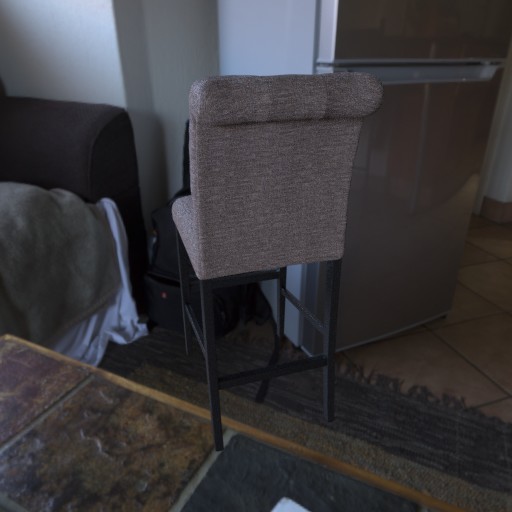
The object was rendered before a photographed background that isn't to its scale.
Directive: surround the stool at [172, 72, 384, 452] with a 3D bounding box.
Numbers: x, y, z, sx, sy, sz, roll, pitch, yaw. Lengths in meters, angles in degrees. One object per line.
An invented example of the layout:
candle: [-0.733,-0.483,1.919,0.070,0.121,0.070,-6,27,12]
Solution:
stool: [0.000,0.000,1.439,0.452,1.131,0.613,-8,28,-16]
